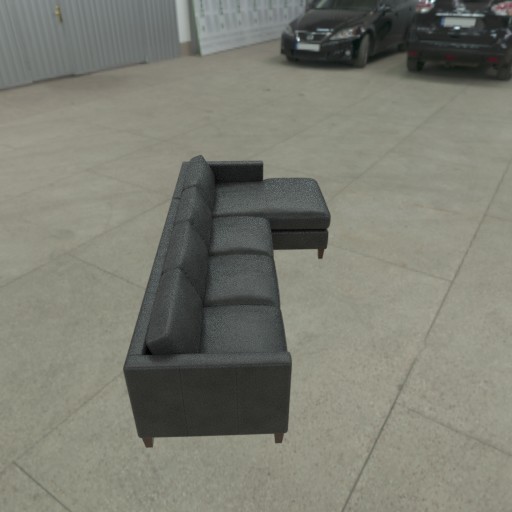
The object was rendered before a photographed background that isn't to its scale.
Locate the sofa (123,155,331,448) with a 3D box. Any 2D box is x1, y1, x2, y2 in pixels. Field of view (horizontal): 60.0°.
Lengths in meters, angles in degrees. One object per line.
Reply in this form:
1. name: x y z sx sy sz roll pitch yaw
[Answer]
1. sofa: 0.000 0.000 3.943 1.581 0.883 3.203 -1 32 -2
